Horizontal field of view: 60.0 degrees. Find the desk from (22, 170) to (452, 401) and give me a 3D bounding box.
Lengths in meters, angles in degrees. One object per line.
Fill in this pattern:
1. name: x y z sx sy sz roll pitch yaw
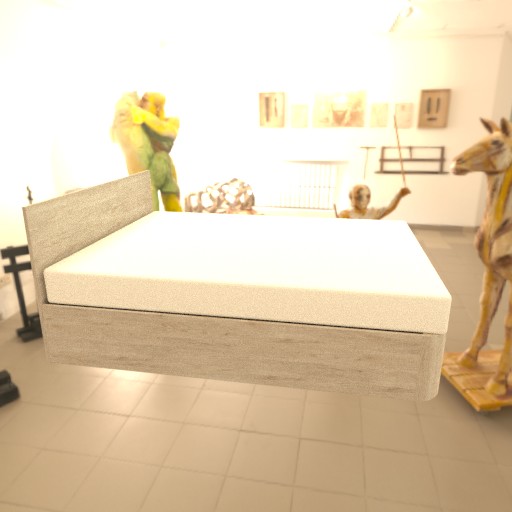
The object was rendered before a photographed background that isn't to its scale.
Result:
1. desk: 0.000 0.000 2.621 1.900 0.800 1.400 3 18 10
